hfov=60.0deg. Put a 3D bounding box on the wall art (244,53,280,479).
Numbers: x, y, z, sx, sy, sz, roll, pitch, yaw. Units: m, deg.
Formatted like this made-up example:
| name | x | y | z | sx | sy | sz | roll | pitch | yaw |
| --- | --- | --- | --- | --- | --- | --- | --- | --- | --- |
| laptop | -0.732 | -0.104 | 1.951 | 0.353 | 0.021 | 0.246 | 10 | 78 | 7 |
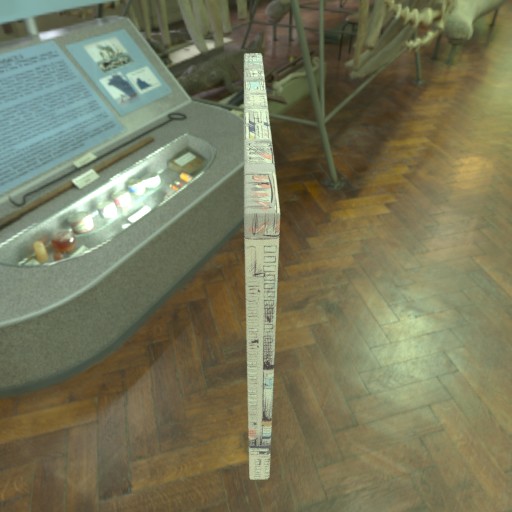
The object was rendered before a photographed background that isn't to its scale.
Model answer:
| name | x | y | z | sx | sy | sz | roll | pitch | yaw |
| --- | --- | --- | --- | --- | --- | --- | --- | --- | --- |
| wall art | 0.000 | 0.000 | 1.113 | 0.048 | 0.762 | 0.761 | -1 | 39 | -1 |
